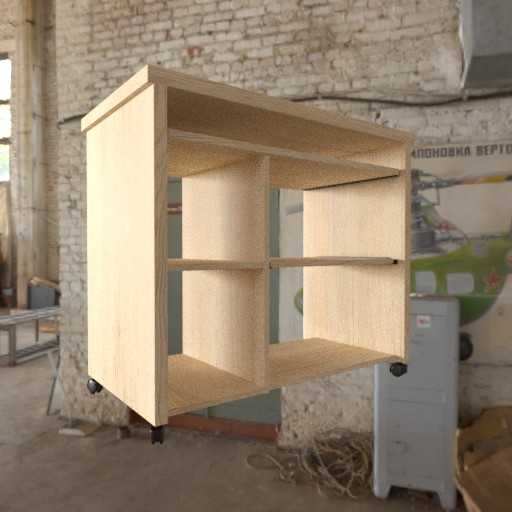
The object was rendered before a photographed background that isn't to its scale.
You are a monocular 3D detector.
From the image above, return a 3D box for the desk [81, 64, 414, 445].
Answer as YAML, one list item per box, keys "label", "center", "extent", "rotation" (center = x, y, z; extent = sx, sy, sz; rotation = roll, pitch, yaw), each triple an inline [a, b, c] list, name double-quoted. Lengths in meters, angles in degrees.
- label: "desk"
  center: [0.000, 0.000, 1.332]
  extent: [0.885, 0.770, 0.480]
  rotation: [-1, 1, -37]
